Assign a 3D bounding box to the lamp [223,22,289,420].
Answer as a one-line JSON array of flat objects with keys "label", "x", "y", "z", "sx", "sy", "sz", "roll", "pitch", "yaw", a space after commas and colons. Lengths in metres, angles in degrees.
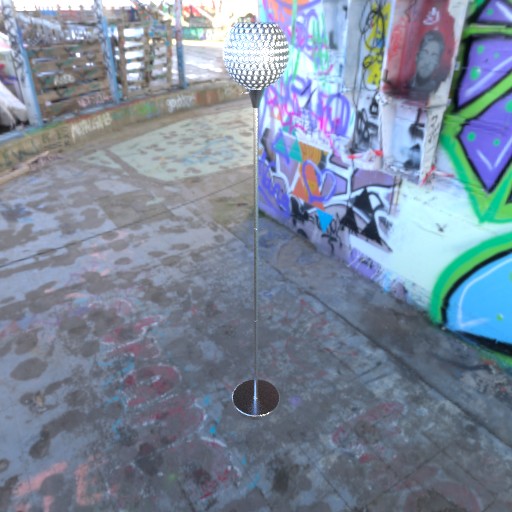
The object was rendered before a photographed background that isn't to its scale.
[{"label": "lamp", "x": 0.000, "y": 0.000, "z": 1.936, "sx": 0.254, "sy": 1.805, "sz": 0.254, "roll": 0, "pitch": 30, "yaw": 0}]
